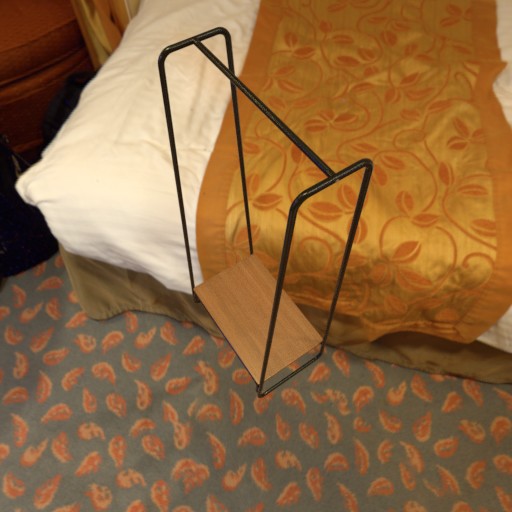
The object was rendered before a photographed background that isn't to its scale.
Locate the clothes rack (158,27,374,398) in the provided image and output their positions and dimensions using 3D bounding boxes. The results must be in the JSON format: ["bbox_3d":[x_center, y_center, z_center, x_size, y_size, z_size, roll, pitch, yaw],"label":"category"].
[{"bbox_3d":[0.000,0.000,1.741,0.400,1.500,0.640,-30,63,-17],"label":"clothes rack"}]
